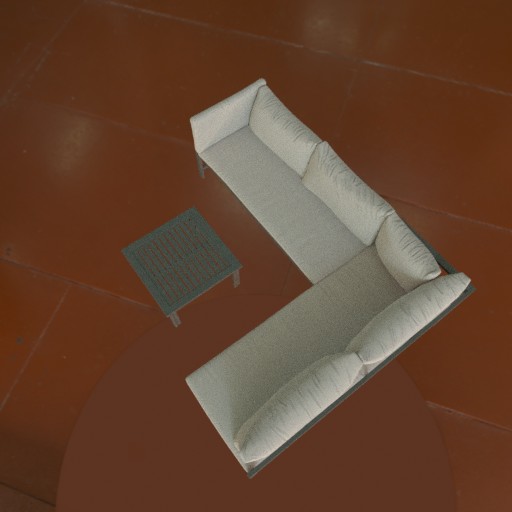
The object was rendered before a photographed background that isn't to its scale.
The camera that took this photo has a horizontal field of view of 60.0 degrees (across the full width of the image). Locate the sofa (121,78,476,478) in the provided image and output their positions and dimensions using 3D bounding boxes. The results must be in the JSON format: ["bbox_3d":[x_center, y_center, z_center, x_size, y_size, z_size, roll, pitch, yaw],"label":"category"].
[{"bbox_3d":[0.000,0.000,2.974,1.658,0.758,2.096,-34,68,-16],"label":"sofa"}]
